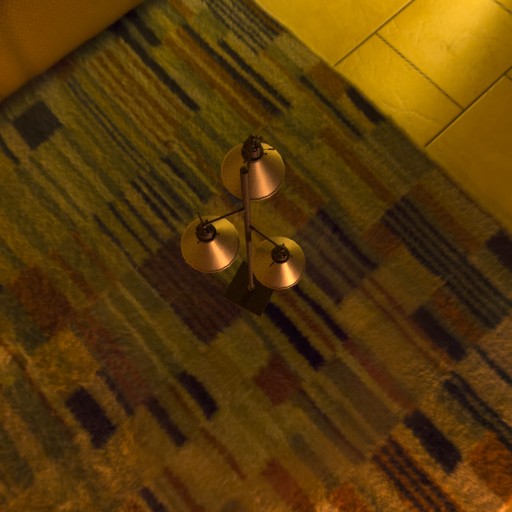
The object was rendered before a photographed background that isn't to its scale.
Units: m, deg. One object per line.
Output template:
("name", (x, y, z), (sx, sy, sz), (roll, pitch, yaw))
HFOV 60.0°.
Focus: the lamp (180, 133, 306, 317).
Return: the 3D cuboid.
("lamp", (0.000, 0.000, 1.857), (0.415, 1.716, 0.428), (27, 78, 6))
